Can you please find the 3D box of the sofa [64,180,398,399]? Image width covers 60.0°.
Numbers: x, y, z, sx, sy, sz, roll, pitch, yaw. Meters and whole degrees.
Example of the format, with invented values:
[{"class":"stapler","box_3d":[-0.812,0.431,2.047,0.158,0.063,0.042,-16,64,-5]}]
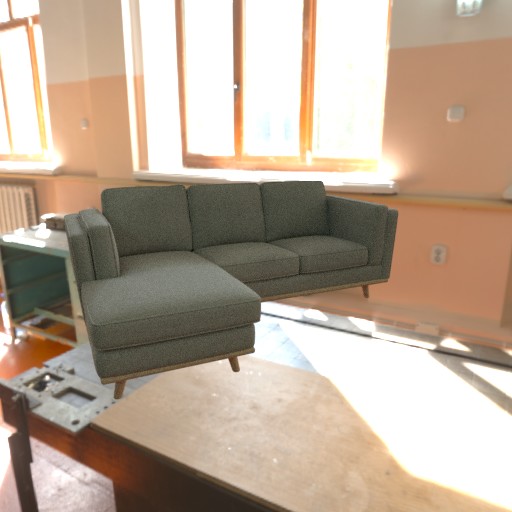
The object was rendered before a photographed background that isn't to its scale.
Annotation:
[{"class":"sofa","box_3d":[0.000,0.000,3.133,2.411,0.929,1.604,-7,16,-24]}]
